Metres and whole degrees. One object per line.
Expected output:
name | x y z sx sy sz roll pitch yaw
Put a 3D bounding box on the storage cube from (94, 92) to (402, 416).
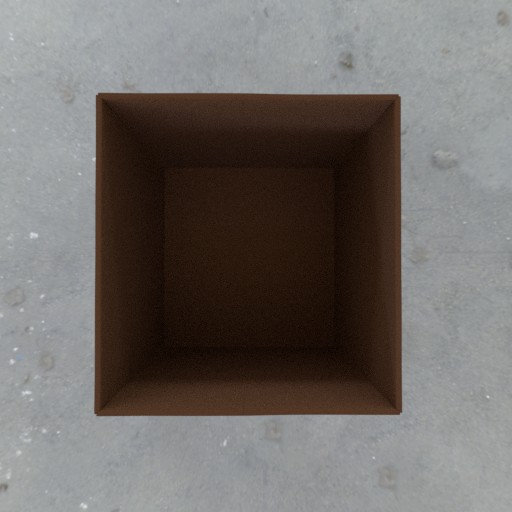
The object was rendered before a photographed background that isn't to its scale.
storage cube | 0.000 0.000 0.502 0.270 0.280 0.270 0 89 -1
